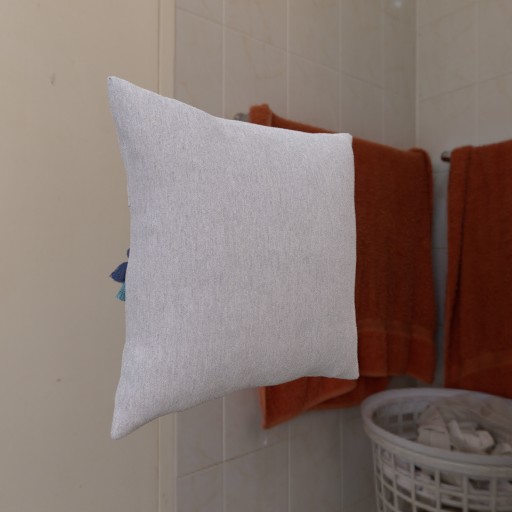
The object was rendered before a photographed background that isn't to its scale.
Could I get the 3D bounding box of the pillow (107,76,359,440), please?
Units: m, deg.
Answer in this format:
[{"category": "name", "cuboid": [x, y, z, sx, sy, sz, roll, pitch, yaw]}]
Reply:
[{"category": "pillow", "cuboid": [0.000, 0.000, 0.656, 0.433, 0.436, 0.173, 0, 0, -36]}]
